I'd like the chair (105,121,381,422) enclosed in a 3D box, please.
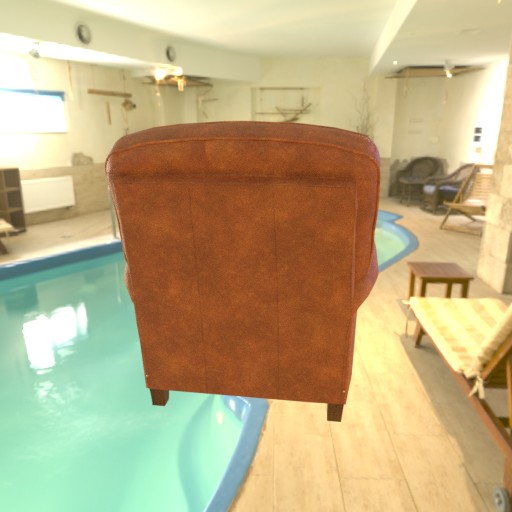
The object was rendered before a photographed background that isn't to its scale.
[{"bbox_3d":[0.000,0.000,1.764,0.936,1.018,0.986,2,16,8],"label":"chair"}]
